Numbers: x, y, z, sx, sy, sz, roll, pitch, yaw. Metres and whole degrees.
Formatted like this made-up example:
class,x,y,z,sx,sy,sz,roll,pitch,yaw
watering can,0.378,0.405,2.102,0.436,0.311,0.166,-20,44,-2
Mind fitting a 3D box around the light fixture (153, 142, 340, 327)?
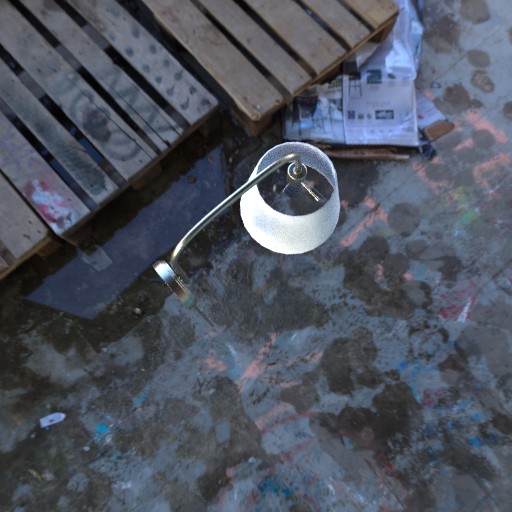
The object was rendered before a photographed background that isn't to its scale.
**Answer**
class,x,y,z,sx,sy,sz,roll,pitch,yaw
light fixture,0.000,0.000,0.480,0.176,0.399,0.092,-40,79,-10
